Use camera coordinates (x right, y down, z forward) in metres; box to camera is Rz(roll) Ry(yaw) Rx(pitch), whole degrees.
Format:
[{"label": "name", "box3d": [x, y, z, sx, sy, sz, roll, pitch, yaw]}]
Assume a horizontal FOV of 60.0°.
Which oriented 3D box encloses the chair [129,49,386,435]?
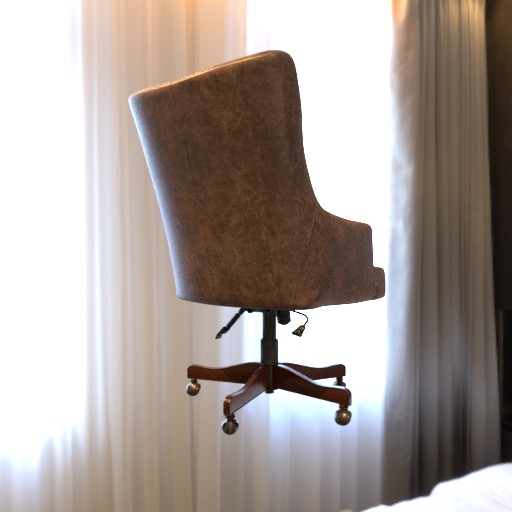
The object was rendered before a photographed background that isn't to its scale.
[{"label": "chair", "box3d": [0.000, 0.000, 1.482, 0.641, 1.035, 0.762, 0, 1, 36]}]
